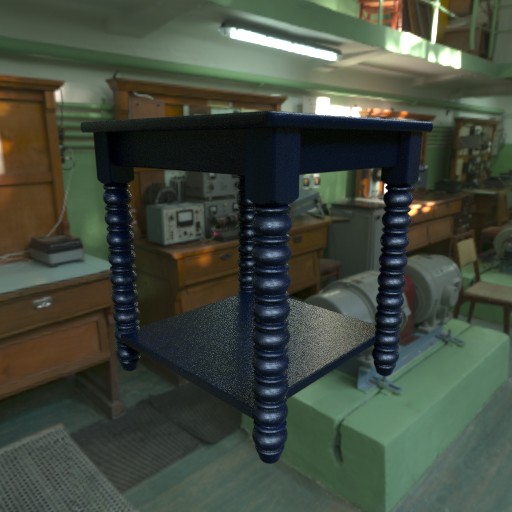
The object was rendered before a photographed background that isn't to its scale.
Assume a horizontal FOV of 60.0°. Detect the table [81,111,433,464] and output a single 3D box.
[{"bbox_3d":[0.000,0.000,0.980,0.533,0.567,0.500,14,20,42],"label":"table"}]
